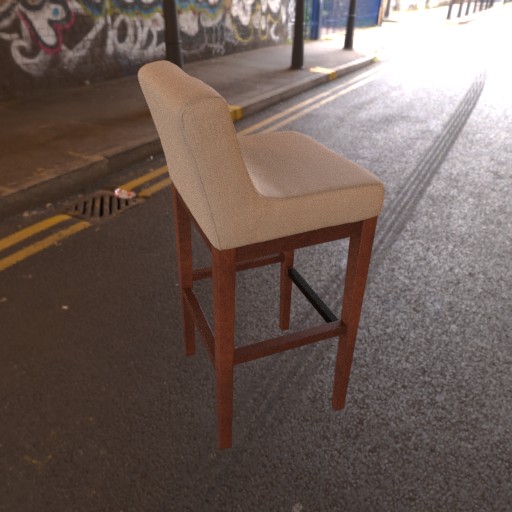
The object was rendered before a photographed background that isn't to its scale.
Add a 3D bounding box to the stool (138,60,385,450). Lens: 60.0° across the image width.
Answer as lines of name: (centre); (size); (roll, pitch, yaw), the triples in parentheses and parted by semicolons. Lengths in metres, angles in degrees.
stool: (0.000, 0.000, 1.316); (0.500, 1.037, 0.511); (-11, 33, -18)
